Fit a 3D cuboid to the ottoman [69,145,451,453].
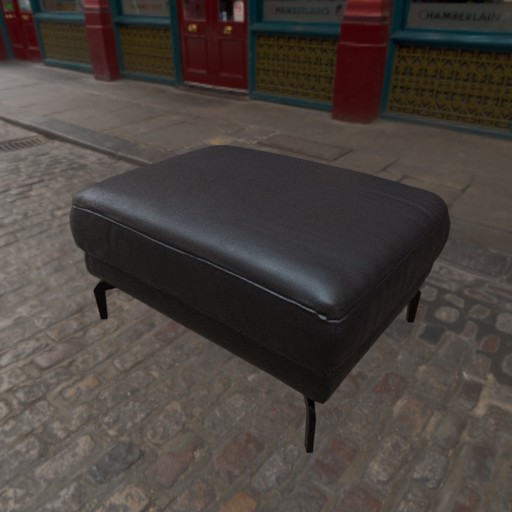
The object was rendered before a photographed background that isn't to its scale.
[{"bbox_3d":[0.000,0.000,1.104,0.764,0.402,0.570,21,36,33],"label":"ottoman"}]
